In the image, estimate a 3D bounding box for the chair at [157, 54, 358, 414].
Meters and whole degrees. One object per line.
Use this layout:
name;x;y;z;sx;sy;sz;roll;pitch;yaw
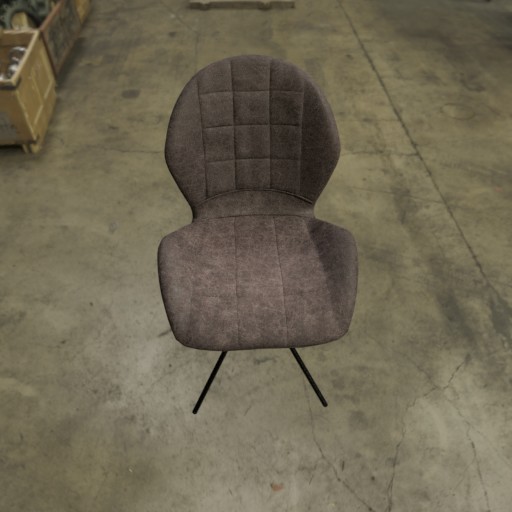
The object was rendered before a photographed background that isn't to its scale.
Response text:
chair;0.000;0.000;1.314;0.527;0.934;0.640;-2;46;-2
